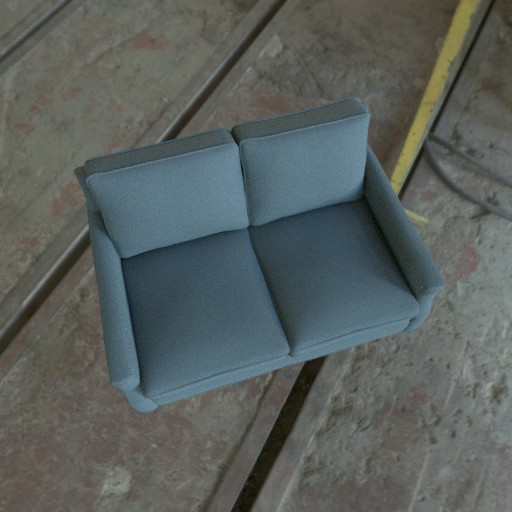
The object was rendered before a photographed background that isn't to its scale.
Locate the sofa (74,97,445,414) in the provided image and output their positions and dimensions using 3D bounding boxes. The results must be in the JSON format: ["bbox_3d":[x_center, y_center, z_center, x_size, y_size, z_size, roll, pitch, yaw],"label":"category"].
[{"bbox_3d":[0.000,0.000,2.293,1.597,1.003,1.084,-15,65,-7],"label":"sofa"}]
